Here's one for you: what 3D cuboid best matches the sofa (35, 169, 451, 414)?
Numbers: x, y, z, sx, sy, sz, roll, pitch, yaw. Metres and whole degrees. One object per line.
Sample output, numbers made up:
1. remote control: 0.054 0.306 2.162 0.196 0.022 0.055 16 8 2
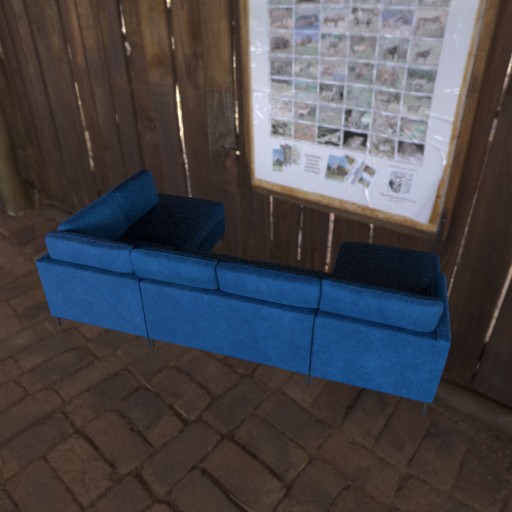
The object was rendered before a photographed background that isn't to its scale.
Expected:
1. sofa: 0.000 0.000 4.353 3.434 0.992 2.055 9 33 15
